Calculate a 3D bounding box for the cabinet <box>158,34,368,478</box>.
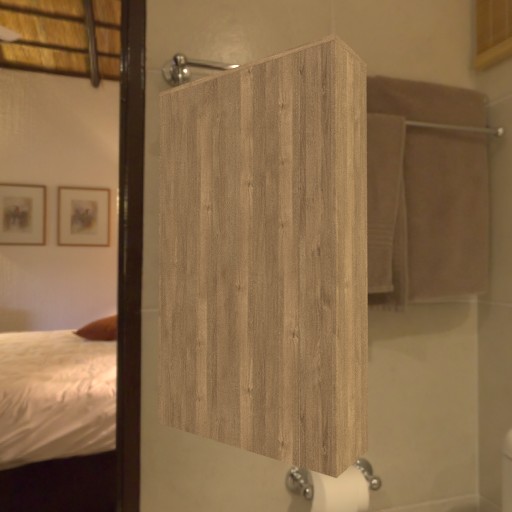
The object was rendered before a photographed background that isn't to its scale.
[{"bbox_3d":[0.000,0.000,1.597,0.750,1.280,0.250,-1,-1,36],"label":"cabinet"}]
